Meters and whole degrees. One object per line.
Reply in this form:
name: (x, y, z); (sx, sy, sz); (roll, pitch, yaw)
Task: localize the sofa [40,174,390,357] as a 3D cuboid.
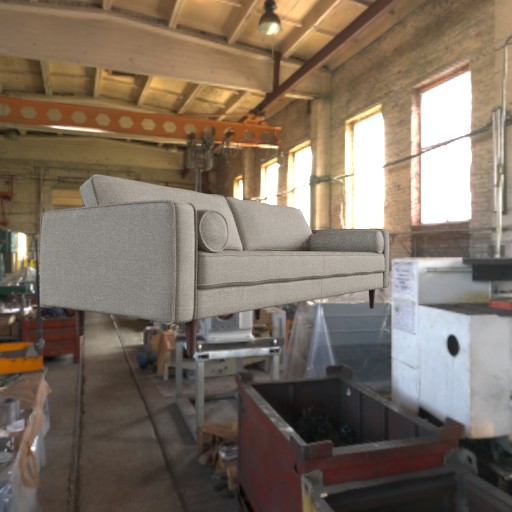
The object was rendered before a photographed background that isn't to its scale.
sofa: (0.000, 0.000, 2.662); (0.914, 0.762, 2.211); (0, 0, 36)
